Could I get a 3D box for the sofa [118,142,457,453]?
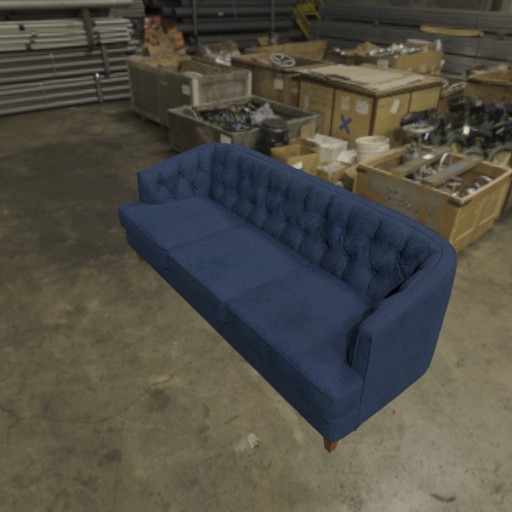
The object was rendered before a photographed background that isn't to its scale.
[{"bbox_3d":[0.000,0.000,2.777,0.941,0.855,2.278,-21,38,-31],"label":"sofa"}]
